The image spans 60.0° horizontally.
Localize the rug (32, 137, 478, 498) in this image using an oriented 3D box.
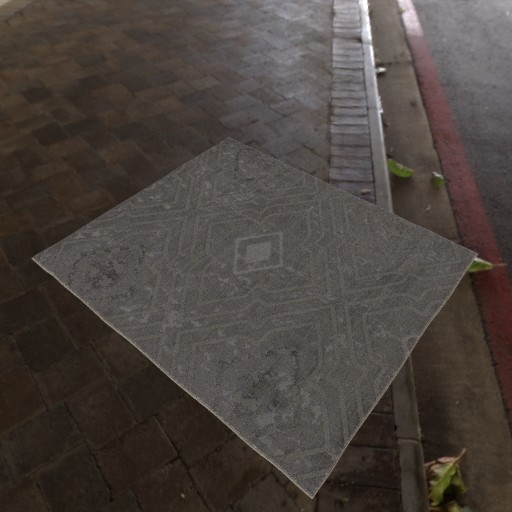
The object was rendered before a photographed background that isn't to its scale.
[{"bbox_3d":[0.000,0.000,0.833,0.639,0.006,0.548,31,54,26],"label":"rug"}]
